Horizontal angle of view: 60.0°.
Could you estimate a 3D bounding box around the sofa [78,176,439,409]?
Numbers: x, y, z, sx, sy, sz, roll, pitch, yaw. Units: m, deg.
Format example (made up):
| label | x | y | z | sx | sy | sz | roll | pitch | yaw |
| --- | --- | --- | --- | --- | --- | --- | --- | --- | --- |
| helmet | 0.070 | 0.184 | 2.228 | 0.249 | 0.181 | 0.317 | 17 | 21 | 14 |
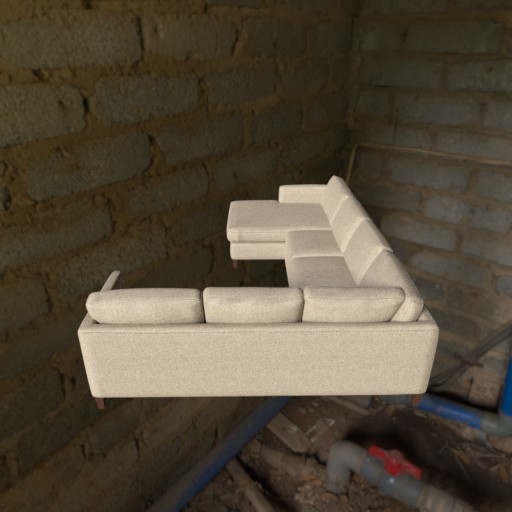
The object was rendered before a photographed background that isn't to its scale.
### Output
| label | x | y | z | sx | sy | sz | roll | pitch | yaw |
| --- | --- | --- | --- | --- | --- | --- | --- | --- | --- |
| sofa | 0.000 | 0.000 | 4.740 | 2.593 | 0.959 | 3.460 | 0 | 26 | -1 |
